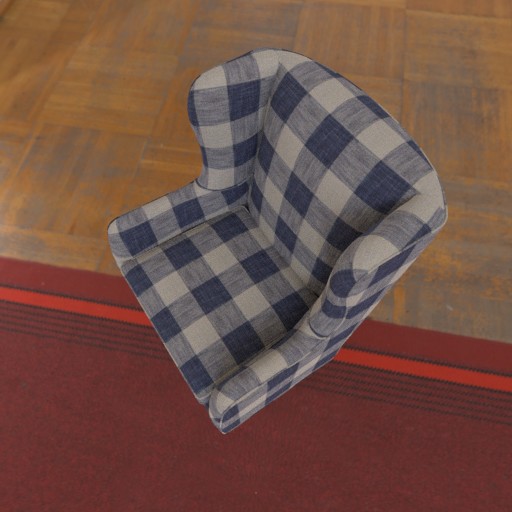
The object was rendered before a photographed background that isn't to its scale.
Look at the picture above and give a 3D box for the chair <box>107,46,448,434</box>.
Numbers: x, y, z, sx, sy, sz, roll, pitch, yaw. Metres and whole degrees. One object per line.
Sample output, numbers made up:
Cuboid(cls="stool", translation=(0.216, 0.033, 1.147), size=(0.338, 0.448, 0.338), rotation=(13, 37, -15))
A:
Cuboid(cls="chair", translation=(0.000, 0.000, 1.637), size=(0.889, 1.041, 0.830), rotation=(-31, 66, -16))
